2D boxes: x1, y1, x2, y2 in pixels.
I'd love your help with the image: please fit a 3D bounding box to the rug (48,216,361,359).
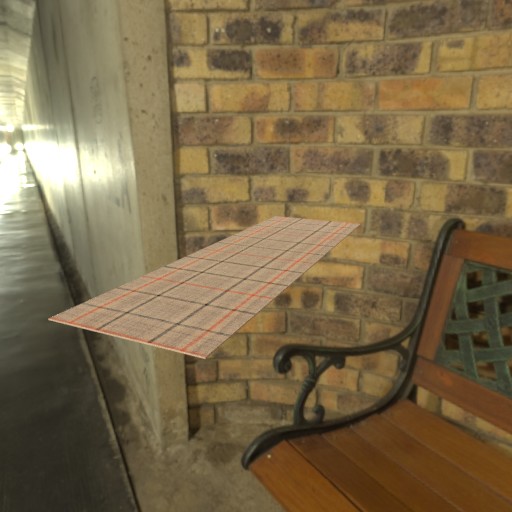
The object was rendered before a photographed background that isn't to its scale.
[{"bbox_3d":[0.000,0.000,2.747,0.762,0.008,2.439,7,18,24],"label":"rug"}]
